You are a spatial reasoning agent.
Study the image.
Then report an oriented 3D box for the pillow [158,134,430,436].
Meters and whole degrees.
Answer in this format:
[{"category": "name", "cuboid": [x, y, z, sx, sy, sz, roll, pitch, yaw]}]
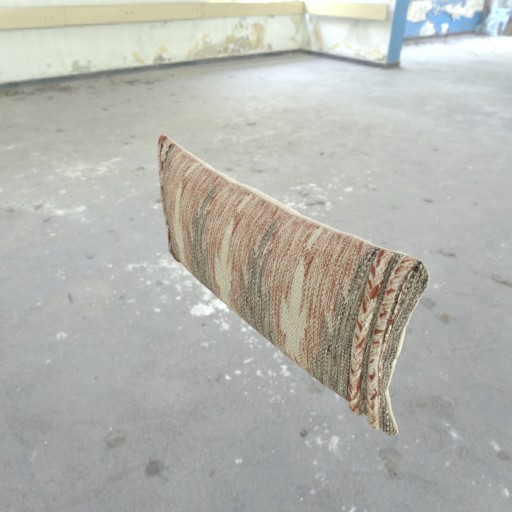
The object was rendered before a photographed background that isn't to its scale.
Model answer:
[{"category": "pillow", "cuboid": [0.000, 0.000, 0.750, 0.139, 0.282, 0.635, -22, 38, -31]}]
